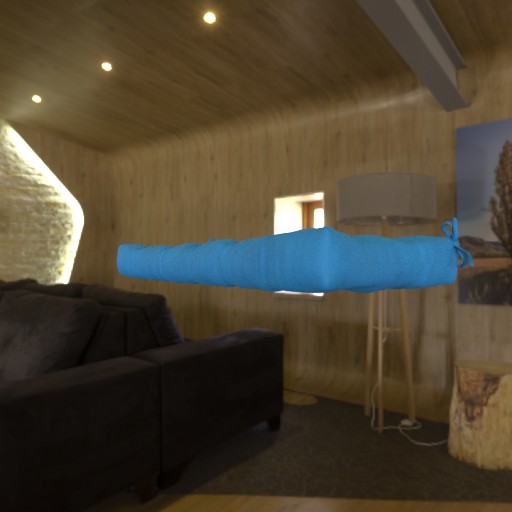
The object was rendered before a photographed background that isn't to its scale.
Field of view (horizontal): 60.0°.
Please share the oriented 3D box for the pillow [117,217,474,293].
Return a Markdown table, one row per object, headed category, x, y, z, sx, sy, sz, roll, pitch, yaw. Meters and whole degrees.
| category | x | y | z | sx | sy | sz | roll | pitch | yaw |
| --- | --- | --- | --- | --- | --- | --- | --- | --- | --- |
| pillow | 0.000 | 0.000 | 1.369 | 0.511 | 0.174 | 1.194 | 0 | -1 | -36 |
